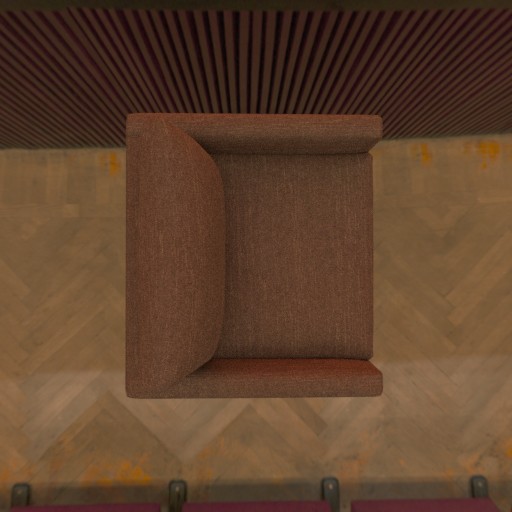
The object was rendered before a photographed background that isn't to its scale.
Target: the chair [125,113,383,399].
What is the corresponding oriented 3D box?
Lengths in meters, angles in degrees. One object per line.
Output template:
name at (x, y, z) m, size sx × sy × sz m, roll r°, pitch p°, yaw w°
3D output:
chair at (0.000, 0.000, 1.603) m, size 0.845 × 0.841 × 0.940 m, roll 0°, pitch 89°, yaw -1°
